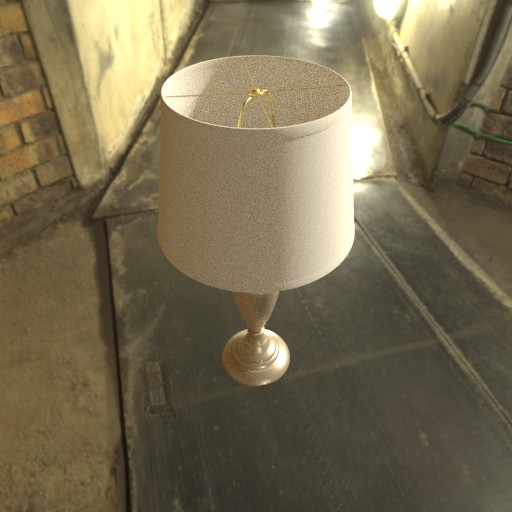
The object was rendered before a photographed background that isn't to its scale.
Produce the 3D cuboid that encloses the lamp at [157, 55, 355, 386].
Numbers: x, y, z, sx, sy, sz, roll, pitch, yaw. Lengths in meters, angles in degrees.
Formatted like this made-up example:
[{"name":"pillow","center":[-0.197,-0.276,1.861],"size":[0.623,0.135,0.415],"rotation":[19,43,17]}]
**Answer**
[{"name":"lamp","center":[0.000,0.000,0.800],"size":[0.328,0.612,0.328],"rotation":[0,42,0]}]
